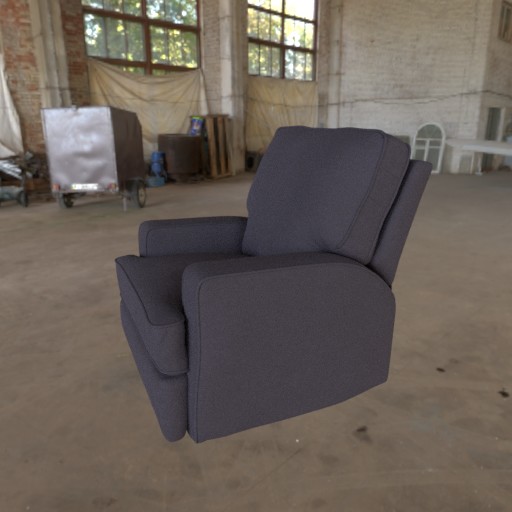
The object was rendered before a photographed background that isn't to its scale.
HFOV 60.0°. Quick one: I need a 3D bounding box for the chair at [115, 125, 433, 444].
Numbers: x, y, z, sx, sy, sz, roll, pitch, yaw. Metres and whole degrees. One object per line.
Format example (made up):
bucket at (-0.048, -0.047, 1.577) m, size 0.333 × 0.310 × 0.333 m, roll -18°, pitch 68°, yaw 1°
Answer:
chair at (0.000, 0.000, 1.695) m, size 0.964 × 0.962 × 0.861 m, roll -7°, pitch 17°, yaw -24°
